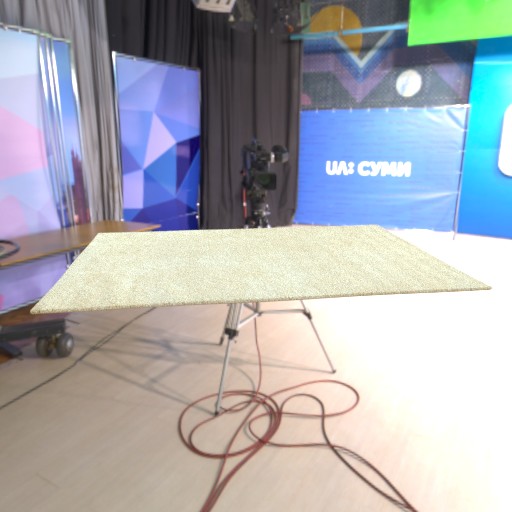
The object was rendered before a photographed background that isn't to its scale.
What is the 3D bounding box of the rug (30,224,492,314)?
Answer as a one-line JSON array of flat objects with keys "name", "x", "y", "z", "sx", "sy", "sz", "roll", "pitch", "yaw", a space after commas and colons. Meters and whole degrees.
[{"name": "rug", "x": 0.000, "y": 0.000, "z": 3.418, "sx": 2.699, "sy": 0.025, "sz": 1.800, "roll": -2, "pitch": 17, "yaw": -7}]
